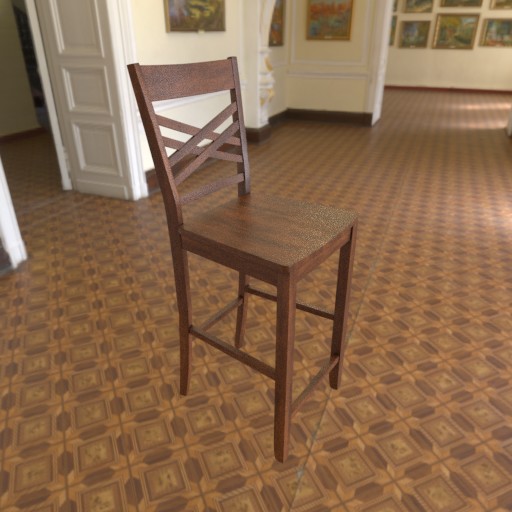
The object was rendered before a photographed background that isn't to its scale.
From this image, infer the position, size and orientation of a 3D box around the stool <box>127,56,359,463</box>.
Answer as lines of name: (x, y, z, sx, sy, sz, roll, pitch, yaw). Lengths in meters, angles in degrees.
stool: (0.000, 0.000, 1.367, 0.504, 1.098, 0.426, 17, 32, 31)
